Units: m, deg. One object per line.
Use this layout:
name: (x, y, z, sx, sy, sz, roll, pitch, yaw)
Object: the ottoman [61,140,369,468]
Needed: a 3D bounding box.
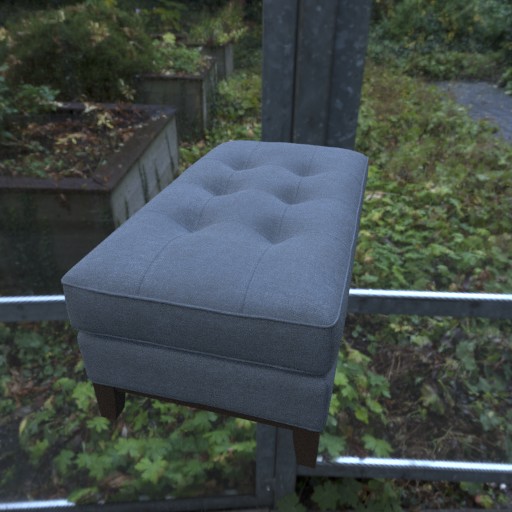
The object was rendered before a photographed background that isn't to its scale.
ottoman: (0.000, 0.000, 1.484, 0.648, 0.514, 1.143, 8, 32, 13)
